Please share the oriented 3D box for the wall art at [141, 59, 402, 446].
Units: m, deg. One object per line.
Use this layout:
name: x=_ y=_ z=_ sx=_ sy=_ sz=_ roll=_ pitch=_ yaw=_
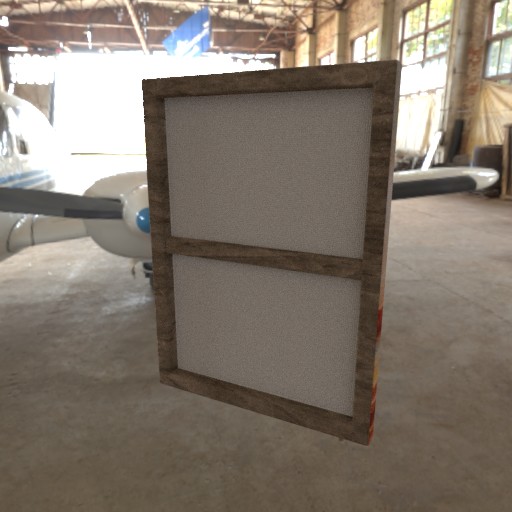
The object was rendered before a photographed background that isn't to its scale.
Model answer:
wall art: x=0.000 y=0.000 z=0.780 sx=0.443 sy=0.605 sz=0.035 roll=7 pitch=17 yaw=26
